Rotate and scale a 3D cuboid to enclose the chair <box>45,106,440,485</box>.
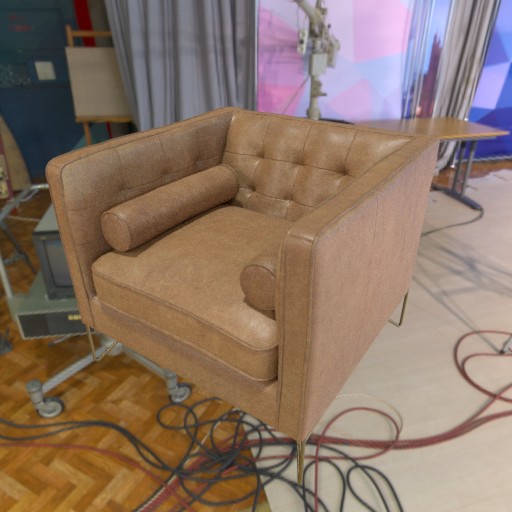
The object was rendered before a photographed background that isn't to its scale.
[{"bbox_3d":[0.000,0.000,1.570,0.920,0.797,0.912,19,34,29],"label":"chair"}]
